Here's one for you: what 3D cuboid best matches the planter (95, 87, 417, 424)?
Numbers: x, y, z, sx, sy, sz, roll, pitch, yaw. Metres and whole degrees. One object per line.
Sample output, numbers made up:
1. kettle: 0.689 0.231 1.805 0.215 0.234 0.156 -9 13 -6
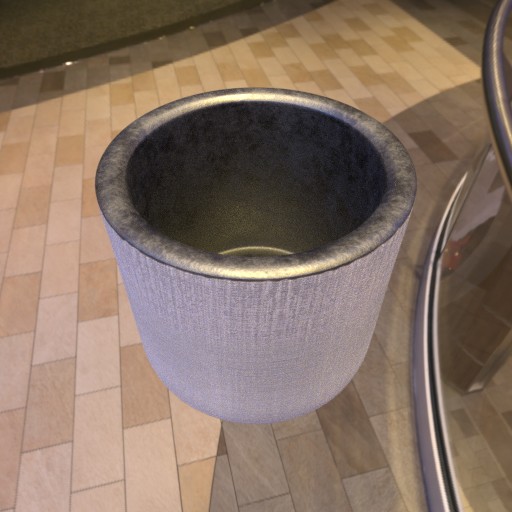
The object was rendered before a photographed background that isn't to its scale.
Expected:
1. planter: 0.000 0.000 0.214 0.125 0.112 0.125 0 47 0
